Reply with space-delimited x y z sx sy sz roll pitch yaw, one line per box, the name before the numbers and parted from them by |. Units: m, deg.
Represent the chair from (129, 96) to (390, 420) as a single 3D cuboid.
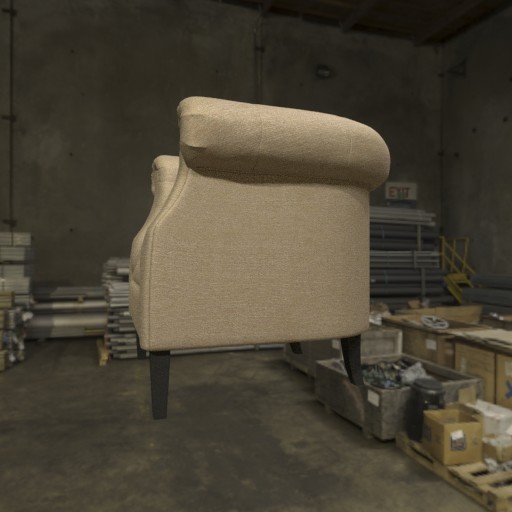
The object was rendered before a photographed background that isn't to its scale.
chair | 0.000 0.000 1.577 0.852 0.827 0.905 0 0 -18
